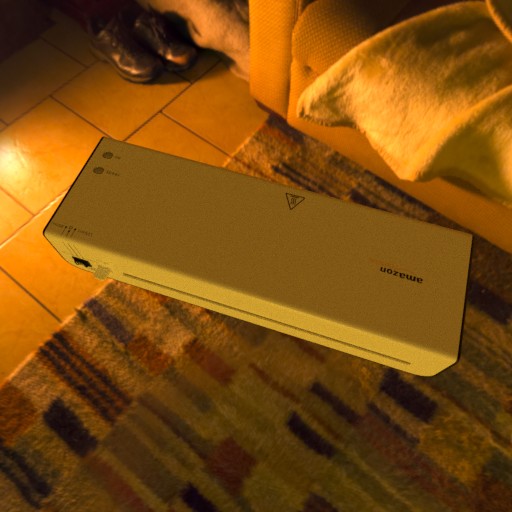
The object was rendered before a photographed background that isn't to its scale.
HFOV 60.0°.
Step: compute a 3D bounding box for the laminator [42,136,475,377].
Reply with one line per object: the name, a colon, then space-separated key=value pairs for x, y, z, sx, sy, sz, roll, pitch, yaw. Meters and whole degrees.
laminator: x=0.000 y=0.000 z=0.390 sx=0.340 sy=0.062 sz=0.123 roll=16 pitch=64 yaw=8
